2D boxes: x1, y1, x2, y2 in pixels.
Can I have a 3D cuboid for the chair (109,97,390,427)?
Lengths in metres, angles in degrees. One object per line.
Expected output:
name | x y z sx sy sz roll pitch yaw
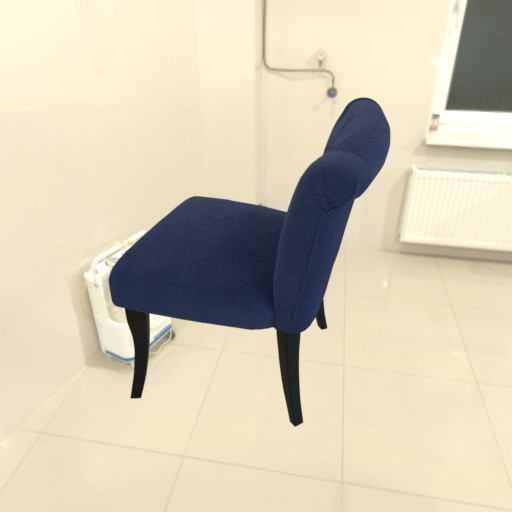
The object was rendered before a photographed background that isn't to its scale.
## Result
chair | 0.000 0.000 1.200 0.606 0.753 0.585 9 31 15
